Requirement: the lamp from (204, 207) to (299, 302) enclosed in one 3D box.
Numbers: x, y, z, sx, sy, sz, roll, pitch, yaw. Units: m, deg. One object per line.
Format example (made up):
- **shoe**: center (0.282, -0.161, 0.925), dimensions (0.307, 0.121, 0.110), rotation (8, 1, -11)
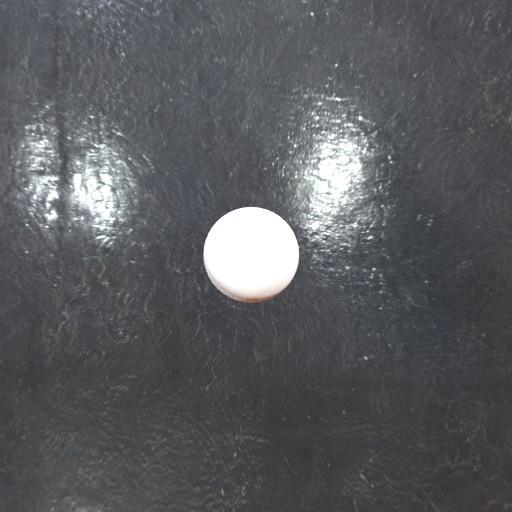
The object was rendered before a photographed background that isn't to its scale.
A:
- **lamp**: center (0.000, 0.000, 1.823), dimensions (0.229, 1.748, 0.229), rotation (0, 90, 1)
